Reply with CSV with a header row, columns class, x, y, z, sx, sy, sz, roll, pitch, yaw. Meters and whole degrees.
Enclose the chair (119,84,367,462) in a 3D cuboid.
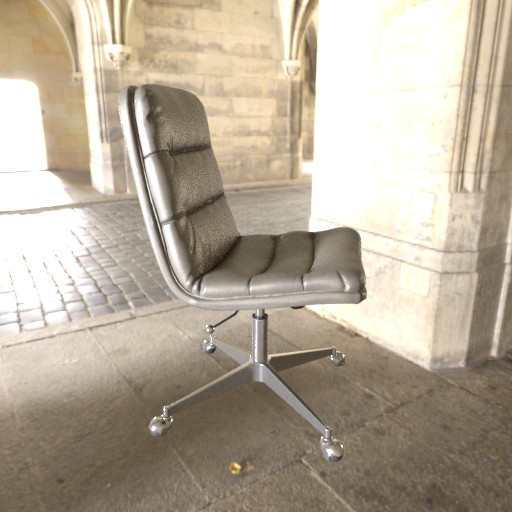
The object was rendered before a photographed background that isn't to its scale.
class,x,y,z,sx,sy,sz,roll,pitch,yaw
chair,0.000,0.000,1.019,0.485,0.738,0.422,3,17,10
